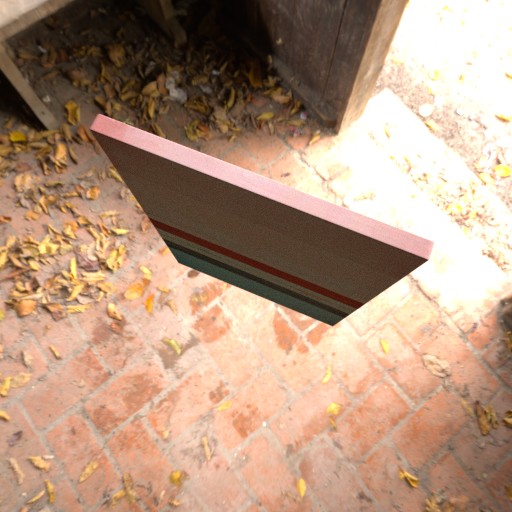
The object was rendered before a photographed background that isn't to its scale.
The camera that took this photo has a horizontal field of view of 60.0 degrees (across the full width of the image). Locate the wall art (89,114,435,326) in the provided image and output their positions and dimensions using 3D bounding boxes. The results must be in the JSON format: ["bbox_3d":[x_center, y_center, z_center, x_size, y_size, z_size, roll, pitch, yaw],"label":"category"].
[{"bbox_3d":[0.000,0.000,1.178,0.610,0.914,0.038,22,76,6],"label":"wall art"}]
